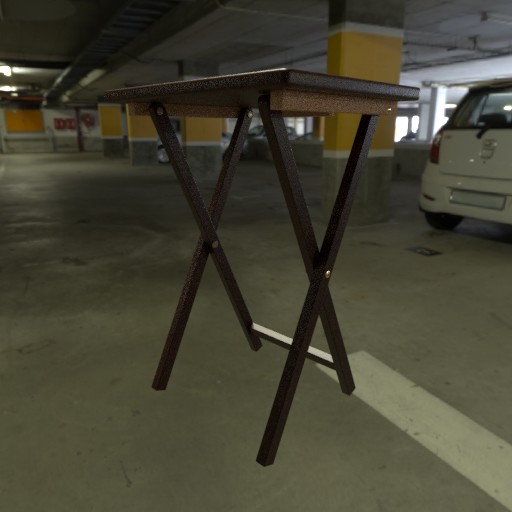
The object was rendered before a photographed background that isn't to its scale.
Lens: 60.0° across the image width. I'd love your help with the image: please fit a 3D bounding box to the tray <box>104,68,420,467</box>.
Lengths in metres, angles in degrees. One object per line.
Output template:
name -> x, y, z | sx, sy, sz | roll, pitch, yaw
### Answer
tray -> 0.000, 0.000, 0.935 | 0.483, 0.660, 0.381 | 15, 22, 43
